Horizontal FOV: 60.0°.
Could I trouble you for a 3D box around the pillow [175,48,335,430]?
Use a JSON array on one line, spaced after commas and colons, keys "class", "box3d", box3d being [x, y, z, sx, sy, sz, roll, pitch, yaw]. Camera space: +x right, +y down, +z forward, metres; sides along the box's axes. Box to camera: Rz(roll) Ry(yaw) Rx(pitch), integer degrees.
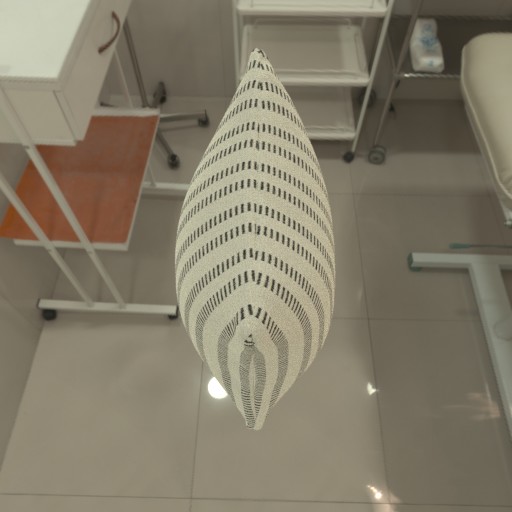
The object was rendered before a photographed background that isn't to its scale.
[{"class": "pillow", "box3d": [0.000, 0.000, 0.685, 0.247, 0.419, 0.438, 1, 58, 1]}]
